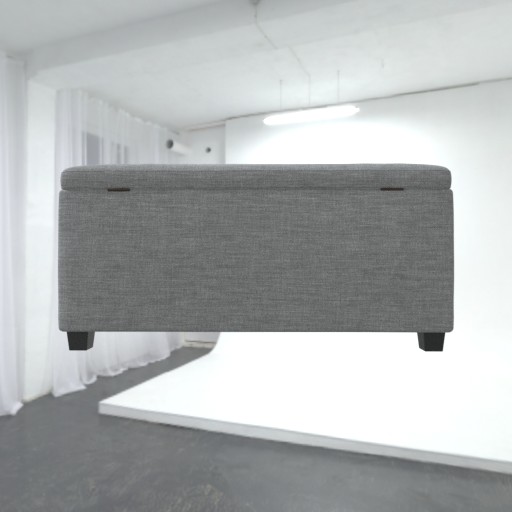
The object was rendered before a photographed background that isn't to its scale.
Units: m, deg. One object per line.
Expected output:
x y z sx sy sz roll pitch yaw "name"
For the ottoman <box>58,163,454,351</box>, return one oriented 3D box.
0.000 0.000 1.177 0.902 0.432 0.419 0 -1 1 "ottoman"
